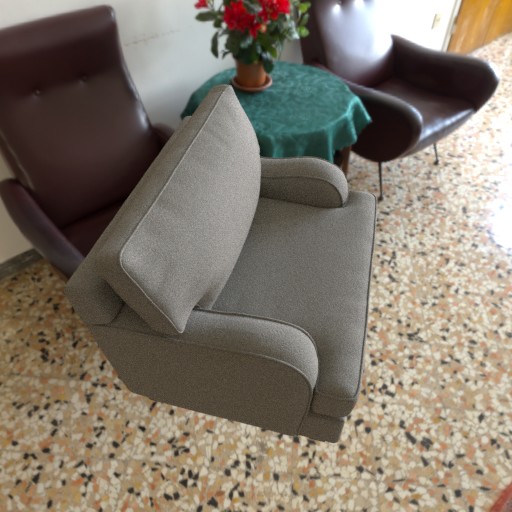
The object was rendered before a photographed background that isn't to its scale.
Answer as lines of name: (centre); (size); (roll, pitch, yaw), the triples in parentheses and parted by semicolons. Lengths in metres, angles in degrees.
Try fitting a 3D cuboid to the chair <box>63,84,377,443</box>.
chair: (0.000, 0.000, 1.996); (1.040, 1.016, 1.220); (10, 47, 10)
